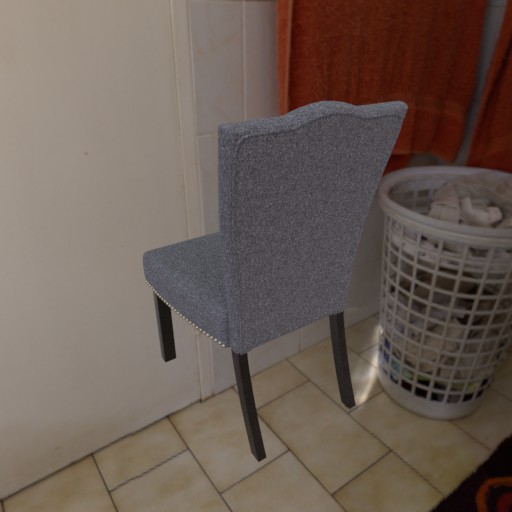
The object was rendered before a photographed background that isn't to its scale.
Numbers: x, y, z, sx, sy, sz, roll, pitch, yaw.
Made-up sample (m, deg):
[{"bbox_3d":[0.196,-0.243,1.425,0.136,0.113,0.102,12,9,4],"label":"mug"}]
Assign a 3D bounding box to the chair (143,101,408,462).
[{"bbox_3d":[0.000,0.000,1.318,0.518,0.946,0.589,-17,33,-29],"label":"chair"}]
